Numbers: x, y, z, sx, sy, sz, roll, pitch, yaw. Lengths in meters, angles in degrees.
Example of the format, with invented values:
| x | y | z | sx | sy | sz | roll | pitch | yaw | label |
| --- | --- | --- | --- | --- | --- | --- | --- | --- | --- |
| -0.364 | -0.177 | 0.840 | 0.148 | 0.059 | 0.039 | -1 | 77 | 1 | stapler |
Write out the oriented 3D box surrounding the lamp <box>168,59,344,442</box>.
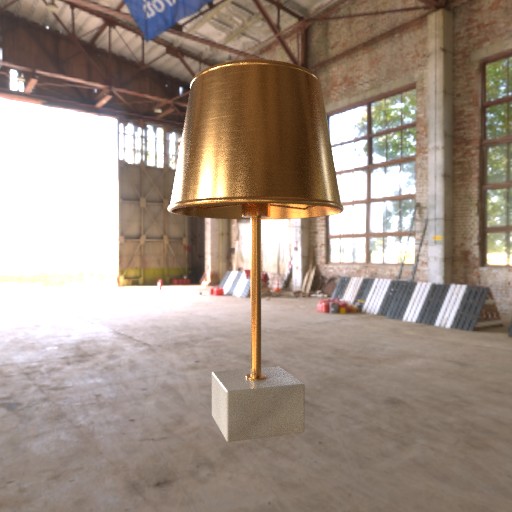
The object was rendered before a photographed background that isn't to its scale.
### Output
| x | y | z | sx | sy | sz | roll | pitch | yaw | label |
| --- | --- | --- | --- | --- | --- | --- | --- | --- | --- |
| 0.000 | 0.000 | 0.535 | 0.208 | 0.406 | 0.208 | 0 | 0 | 0 | lamp |
